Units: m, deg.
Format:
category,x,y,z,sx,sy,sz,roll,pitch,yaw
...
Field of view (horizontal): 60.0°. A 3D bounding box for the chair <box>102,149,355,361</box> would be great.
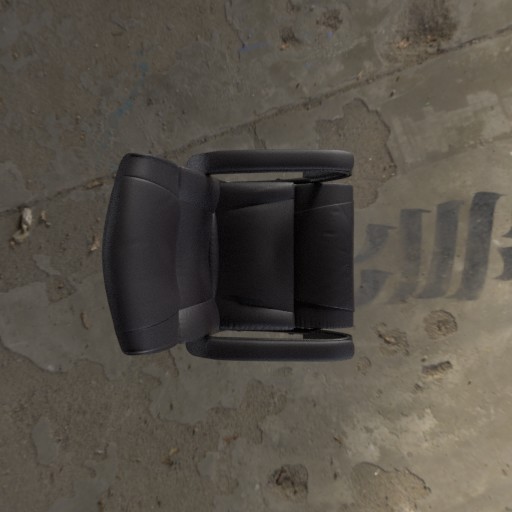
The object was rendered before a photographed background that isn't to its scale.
category,x,y,z,sx,sy,sz,roll,pitch,yaw
chair,0.000,0.000,1.413,0.641,0.998,0.576,0,89,1
